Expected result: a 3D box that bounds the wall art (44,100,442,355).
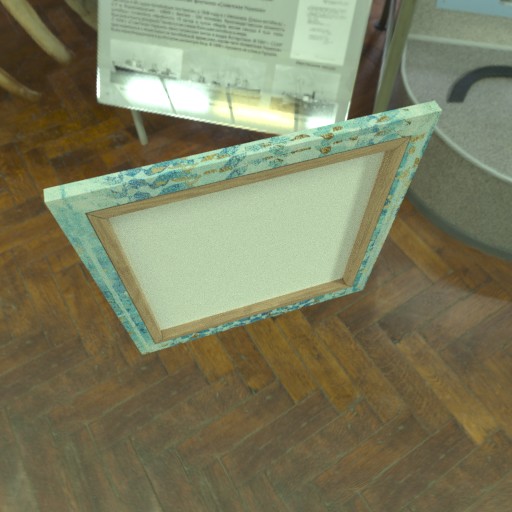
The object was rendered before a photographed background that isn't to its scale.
[{"bbox_3d":[0.000,0.000,1.373,0.916,0.916,0.040,-15,59,-9],"label":"wall art"}]
